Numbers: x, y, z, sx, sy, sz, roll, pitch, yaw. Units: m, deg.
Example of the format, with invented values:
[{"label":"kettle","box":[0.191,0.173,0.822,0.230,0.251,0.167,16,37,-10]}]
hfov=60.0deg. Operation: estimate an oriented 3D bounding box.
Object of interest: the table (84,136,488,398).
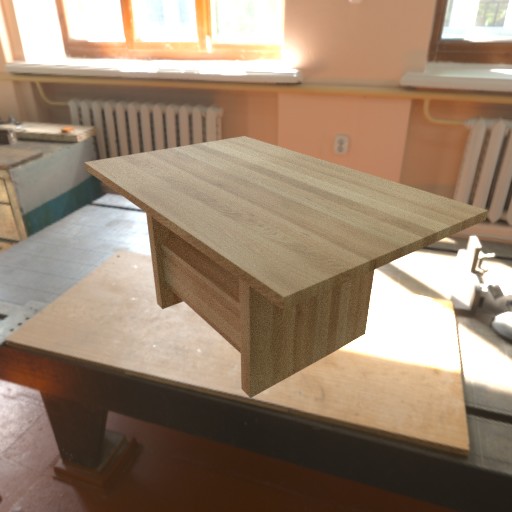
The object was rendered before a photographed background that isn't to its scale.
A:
[{"label":"table","box":[0.000,0.000,1.485,0.700,0.510,1.100,-19,33,-32]}]
